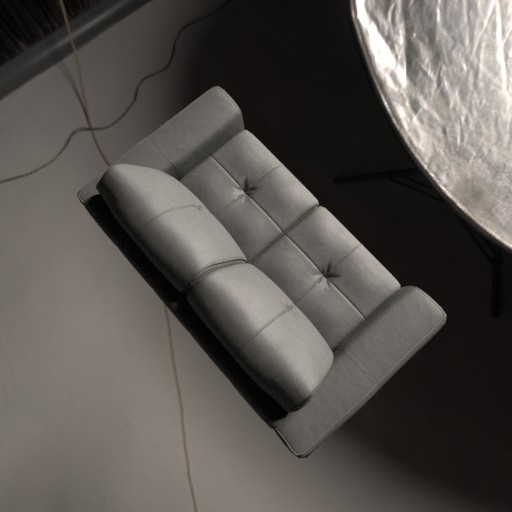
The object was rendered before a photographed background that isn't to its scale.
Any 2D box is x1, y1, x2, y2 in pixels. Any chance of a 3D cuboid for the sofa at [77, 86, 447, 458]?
[{"bbox_3d":[0.000,0.000,2.346,1.018,0.907,1.806,-41,79,-10],"label":"sofa"}]
